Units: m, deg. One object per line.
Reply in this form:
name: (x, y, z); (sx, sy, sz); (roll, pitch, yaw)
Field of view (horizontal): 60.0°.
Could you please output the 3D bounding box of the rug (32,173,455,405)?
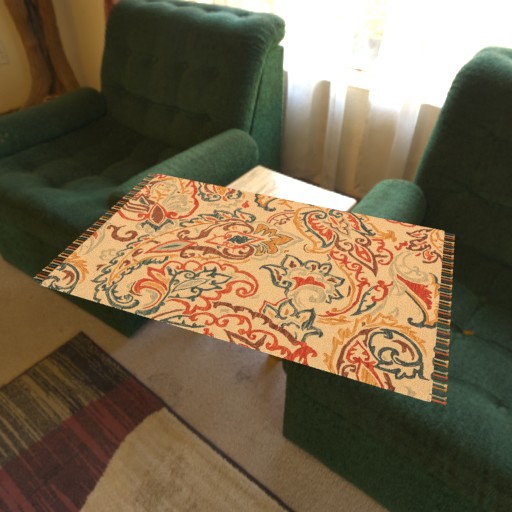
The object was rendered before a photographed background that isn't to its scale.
rug: (0.000, 0.000, 3.095); (2.584, 0.010, 1.523); (13, 42, 16)
